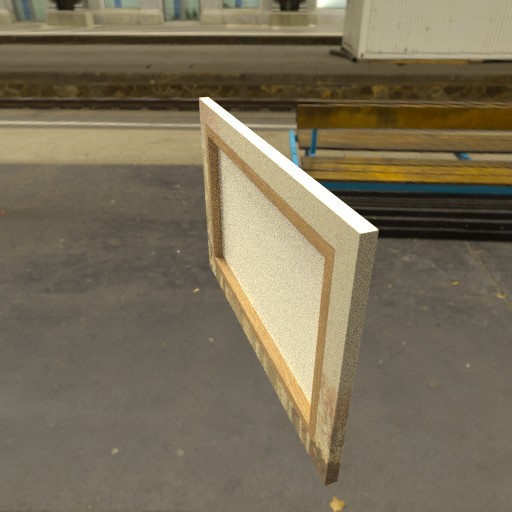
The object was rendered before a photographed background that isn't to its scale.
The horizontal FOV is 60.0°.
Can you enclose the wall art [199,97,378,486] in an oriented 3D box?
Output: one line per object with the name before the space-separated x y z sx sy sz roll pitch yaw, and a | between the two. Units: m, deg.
wall art | 0.000 0.000 1.430 0.041 0.758 1.142 -11 33 -17
